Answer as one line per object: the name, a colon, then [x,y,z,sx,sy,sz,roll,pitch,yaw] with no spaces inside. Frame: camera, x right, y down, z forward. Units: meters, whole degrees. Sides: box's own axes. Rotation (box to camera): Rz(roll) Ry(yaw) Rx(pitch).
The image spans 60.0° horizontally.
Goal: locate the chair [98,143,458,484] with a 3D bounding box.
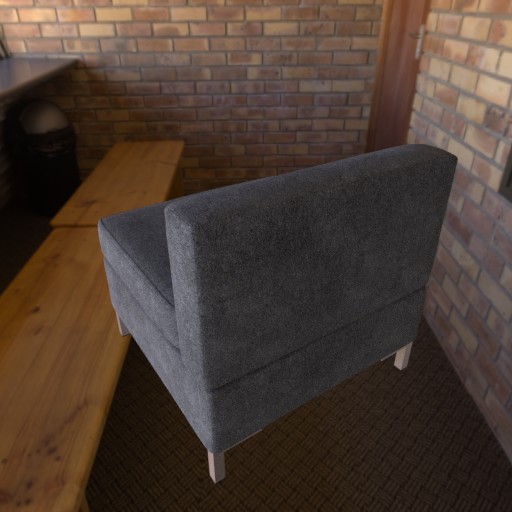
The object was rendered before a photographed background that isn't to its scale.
chair: [0.000,0.000,1.218,0.680,0.660,0.680,-19,35,-29]
